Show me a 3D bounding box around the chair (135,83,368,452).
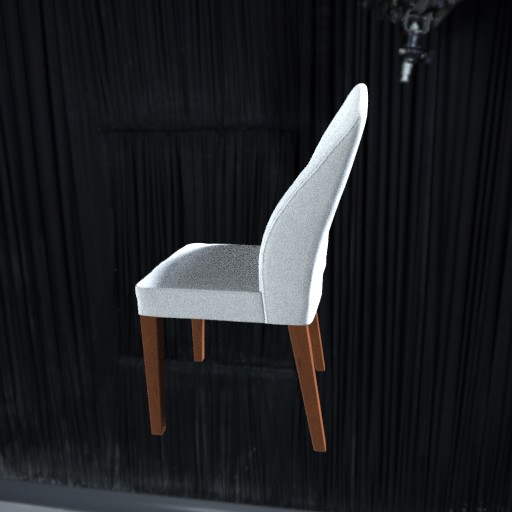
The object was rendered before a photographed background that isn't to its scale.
[{"bbox_3d":[0.000,0.000,1.240,0.540,0.893,0.472,2,15,8],"label":"chair"}]
